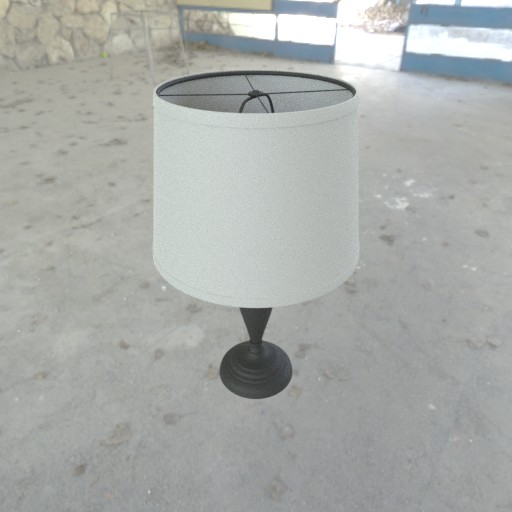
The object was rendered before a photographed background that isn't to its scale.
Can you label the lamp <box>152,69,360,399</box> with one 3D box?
[{"bbox_3d":[0.000,0.000,0.690,0.310,0.501,0.310,0,32,0],"label":"lamp"}]
